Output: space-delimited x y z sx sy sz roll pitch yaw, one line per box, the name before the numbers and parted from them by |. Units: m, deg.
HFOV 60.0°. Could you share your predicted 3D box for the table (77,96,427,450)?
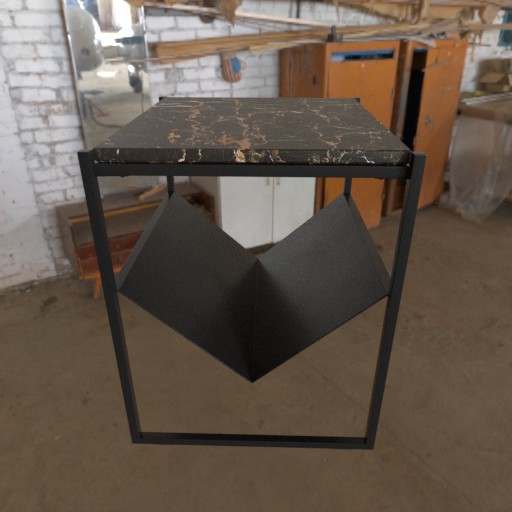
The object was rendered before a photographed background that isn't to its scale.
table | 0.000 0.000 0.876 0.432 0.534 0.469 1 28 2
